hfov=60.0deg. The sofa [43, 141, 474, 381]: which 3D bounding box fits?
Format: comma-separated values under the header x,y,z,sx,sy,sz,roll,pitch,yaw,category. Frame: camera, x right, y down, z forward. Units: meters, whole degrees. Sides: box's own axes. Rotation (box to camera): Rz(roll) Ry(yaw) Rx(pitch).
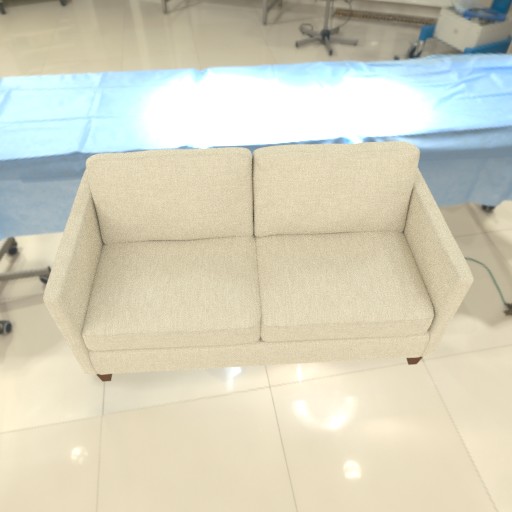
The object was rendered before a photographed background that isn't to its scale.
x,y,z,sx,sy,sz,roll,pitch,yaw,category
0.000,0.000,2.358,1.838,0.963,0.950,-3,47,-2,sofa
